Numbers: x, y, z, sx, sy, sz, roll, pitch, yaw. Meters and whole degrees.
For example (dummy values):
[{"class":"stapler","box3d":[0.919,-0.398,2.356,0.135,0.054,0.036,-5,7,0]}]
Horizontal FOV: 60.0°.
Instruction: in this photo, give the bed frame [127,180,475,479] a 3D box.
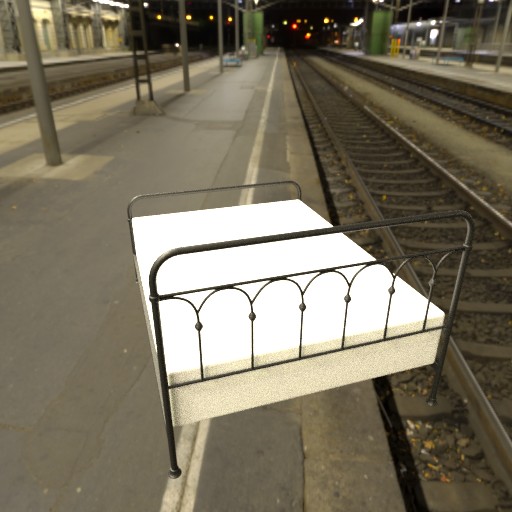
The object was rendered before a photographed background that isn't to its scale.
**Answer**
[{"class":"bed frame","box3d":[0.000,0.000,3.160,1.664,1.276,2.203,-8,27,-16]}]
